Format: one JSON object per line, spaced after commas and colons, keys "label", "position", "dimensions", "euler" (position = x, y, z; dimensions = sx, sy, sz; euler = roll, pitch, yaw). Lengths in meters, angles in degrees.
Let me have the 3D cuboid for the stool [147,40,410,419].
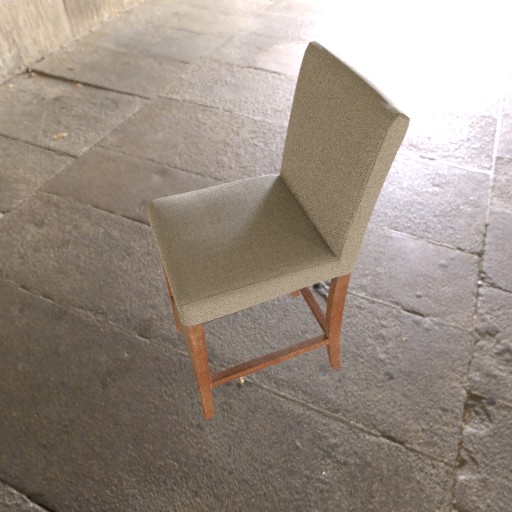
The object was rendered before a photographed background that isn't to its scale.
{"label": "stool", "position": [0.000, 0.000, 1.386], "dimensions": [0.570, 1.088, 0.439], "euler": [-16, 49, -14]}
